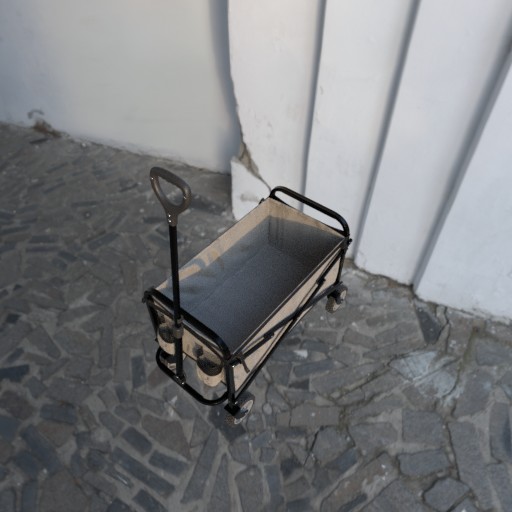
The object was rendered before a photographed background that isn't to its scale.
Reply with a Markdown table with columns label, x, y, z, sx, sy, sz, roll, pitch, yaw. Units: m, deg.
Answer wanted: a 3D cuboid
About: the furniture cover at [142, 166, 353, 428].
| label | x | y | z | sx | sy | sz | roll | pitch | yaw |
| --- | --- | --- | --- | --- | --- | --- | --- | --- | --- |
| furniture cover | 0.000 | 0.000 | 1.874 | 0.532 | 1.295 | 1.038 | 31 | 55 | 25 |
